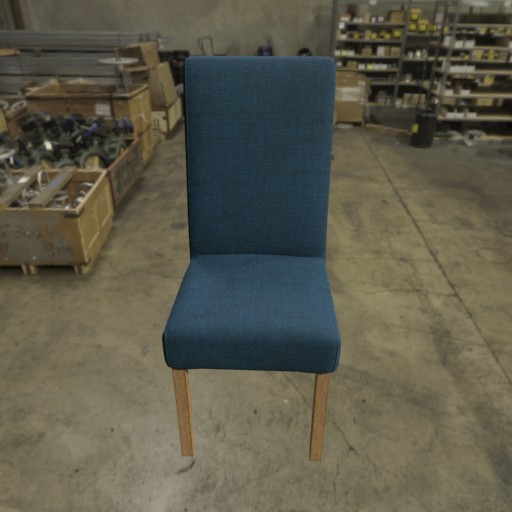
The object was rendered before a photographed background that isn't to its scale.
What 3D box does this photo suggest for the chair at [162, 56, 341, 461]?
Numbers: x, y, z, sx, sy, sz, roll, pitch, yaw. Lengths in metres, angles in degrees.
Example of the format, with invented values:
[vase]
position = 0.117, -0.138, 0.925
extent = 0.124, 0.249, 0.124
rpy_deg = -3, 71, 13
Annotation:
[chair]
position = 0.000, 0.000, 1.309
extent = 0.450, 1.029, 0.610
rpy_deg = 1, 30, 2
